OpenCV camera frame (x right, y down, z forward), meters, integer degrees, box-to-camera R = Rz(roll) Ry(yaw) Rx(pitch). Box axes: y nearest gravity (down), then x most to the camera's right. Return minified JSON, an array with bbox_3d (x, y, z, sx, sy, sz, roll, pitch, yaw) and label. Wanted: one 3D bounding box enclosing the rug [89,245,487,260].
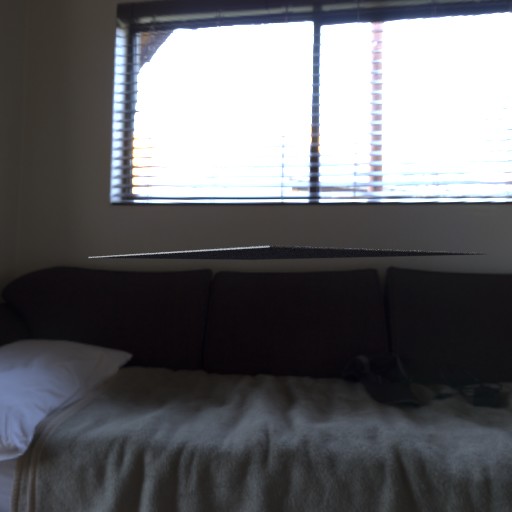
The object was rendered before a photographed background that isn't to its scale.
[{"bbox_3d":[0.000,0.000,2.341,1.229,0.005,1.827,1,-2,-36],"label":"rug"}]
